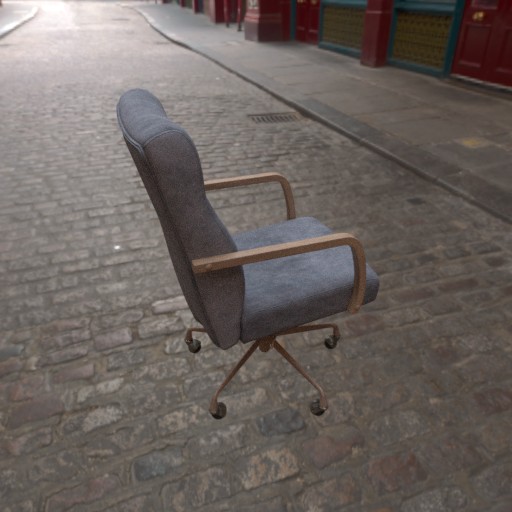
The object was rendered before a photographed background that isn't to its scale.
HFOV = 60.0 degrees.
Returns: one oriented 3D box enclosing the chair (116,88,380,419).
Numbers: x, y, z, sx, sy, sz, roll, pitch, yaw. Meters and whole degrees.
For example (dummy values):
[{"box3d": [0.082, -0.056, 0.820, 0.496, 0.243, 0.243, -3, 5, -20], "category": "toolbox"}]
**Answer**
[{"box3d": [0.000, 0.000, 1.482, 0.741, 1.029, 0.640, -11, 33, -17], "category": "chair"}]
